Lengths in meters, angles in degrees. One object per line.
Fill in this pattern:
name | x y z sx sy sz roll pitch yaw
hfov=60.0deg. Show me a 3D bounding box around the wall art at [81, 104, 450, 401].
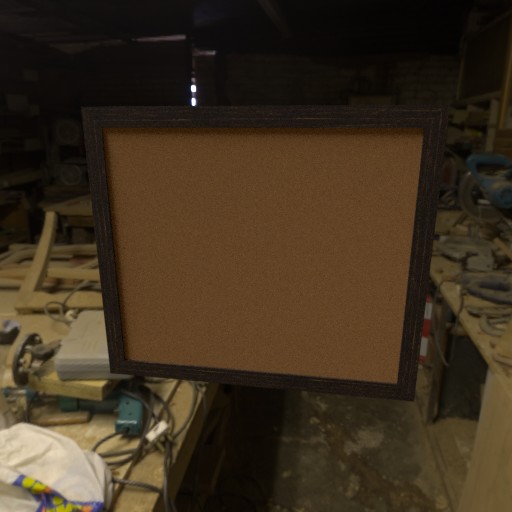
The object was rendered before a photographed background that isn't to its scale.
wall art | 0.000 0.000 0.516 0.381 0.330 0.031 3 17 9
